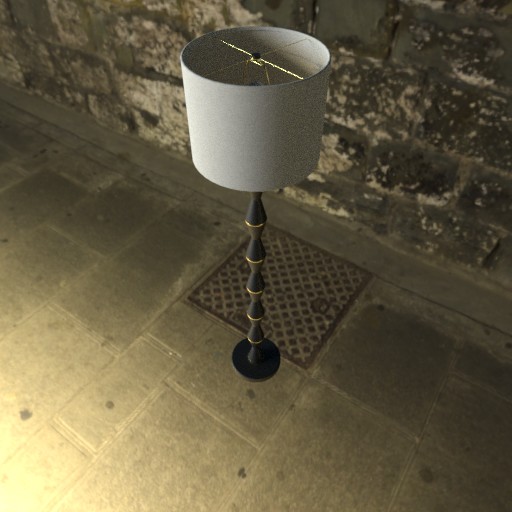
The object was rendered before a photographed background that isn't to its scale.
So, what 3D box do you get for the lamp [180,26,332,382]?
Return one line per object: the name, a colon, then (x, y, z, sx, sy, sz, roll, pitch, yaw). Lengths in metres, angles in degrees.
lamp: (0.000, 0.000, 1.654, 0.381, 1.480, 0.381, -32, 54, -27)
